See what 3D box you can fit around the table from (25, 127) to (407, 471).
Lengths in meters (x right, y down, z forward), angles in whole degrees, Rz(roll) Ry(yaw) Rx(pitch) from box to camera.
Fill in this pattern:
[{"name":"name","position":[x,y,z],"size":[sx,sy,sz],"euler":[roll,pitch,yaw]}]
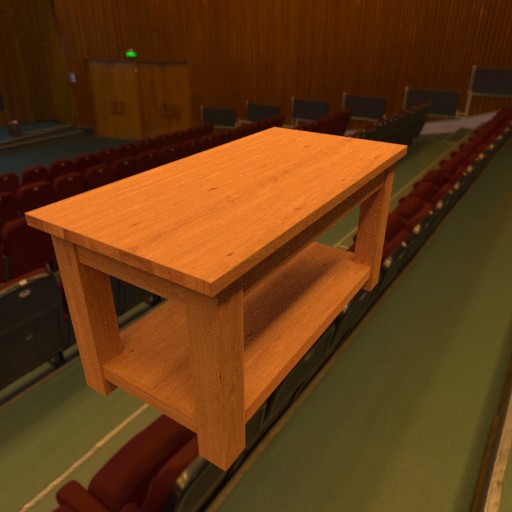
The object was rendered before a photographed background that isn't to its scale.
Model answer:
[{"name":"table","position":[0.000,0.000,1.162],"size":[0.450,0.452,0.899],"euler":[17,33,29]}]
